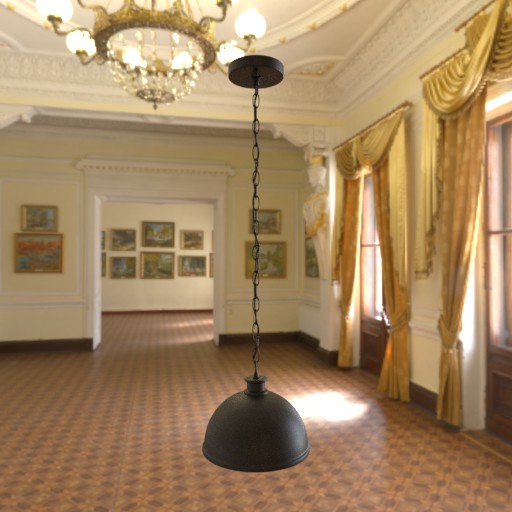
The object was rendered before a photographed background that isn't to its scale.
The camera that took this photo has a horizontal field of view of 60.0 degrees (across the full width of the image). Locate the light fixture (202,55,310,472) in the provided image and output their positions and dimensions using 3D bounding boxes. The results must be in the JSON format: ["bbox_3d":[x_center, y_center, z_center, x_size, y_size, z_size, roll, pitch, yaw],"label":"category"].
[{"bbox_3d":[0.000,0.000,1.271,0.304,1.090,0.304,0,-1,0],"label":"light fixture"}]
